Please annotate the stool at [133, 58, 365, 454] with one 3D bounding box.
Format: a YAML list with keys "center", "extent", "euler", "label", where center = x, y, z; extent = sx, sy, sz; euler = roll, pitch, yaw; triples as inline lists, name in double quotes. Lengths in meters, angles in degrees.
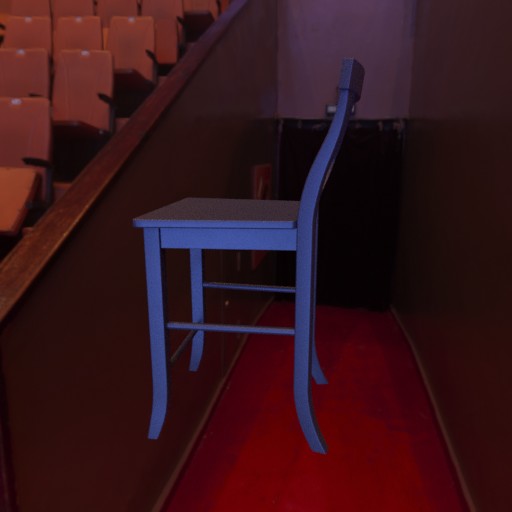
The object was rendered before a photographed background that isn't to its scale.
- center: [0.000, 0.000, 1.295]
  extent: [0.559, 0.989, 0.452]
  euler: [2, 15, 9]
  label: "stool"
